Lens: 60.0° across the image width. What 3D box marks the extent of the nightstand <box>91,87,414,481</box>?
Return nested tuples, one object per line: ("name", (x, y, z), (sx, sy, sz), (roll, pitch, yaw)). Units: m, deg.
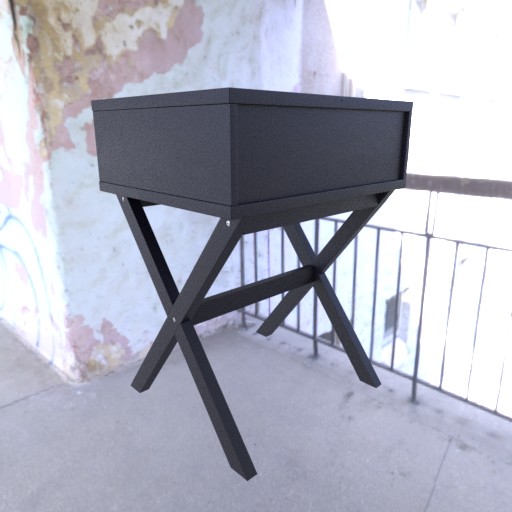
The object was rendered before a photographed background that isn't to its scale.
("nightstand", (0.000, 0.000, 0.942), (0.479, 0.623, 0.402), (-15, 22, -42))
